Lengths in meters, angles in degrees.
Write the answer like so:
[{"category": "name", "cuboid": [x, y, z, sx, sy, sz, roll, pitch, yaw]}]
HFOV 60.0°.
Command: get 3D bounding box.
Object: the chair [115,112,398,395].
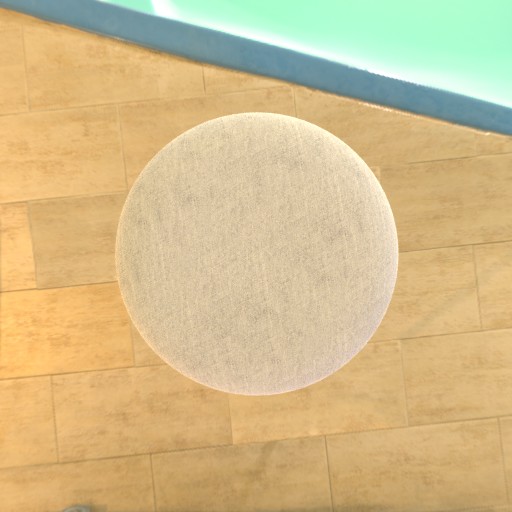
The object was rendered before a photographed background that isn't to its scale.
[{"category": "chair", "cuboid": [0.000, 0.000, 0.644, 0.350, 0.386, 0.350, 0, 89, 0]}]
